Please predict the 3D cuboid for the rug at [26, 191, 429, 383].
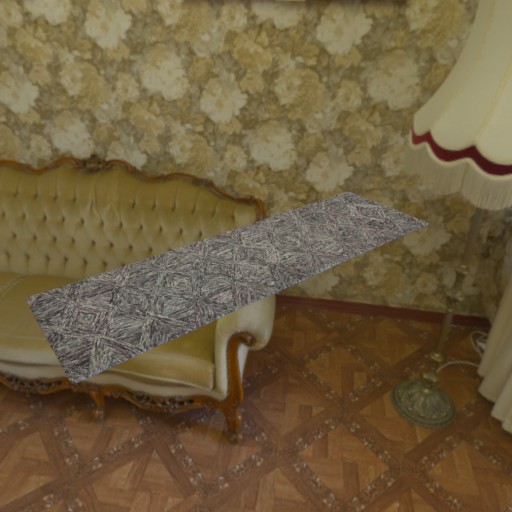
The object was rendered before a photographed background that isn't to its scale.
[{"bbox_3d":[0.000,0.000,2.527,2.305,0.013,0.719,-21,36,-32],"label":"rug"}]
